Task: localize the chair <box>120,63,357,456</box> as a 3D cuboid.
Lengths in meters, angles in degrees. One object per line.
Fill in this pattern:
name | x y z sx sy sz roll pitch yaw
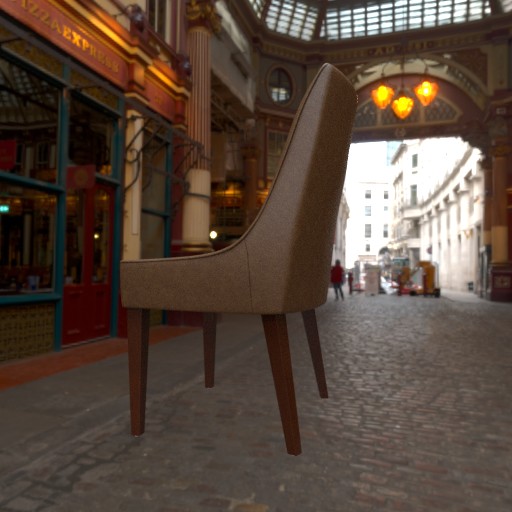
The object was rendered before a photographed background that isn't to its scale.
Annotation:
chair | 0.000 0.000 1.209 0.544 0.861 0.529 0 -2 17
